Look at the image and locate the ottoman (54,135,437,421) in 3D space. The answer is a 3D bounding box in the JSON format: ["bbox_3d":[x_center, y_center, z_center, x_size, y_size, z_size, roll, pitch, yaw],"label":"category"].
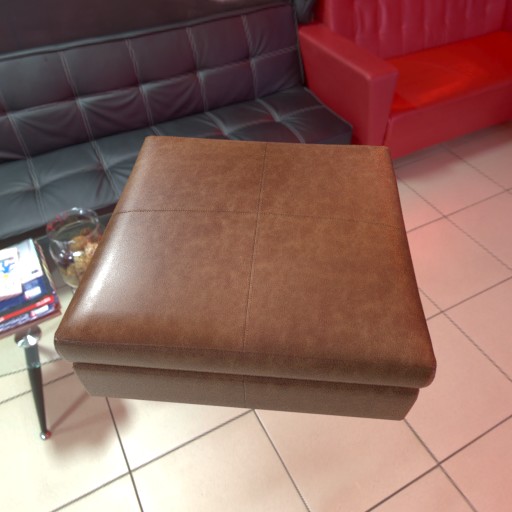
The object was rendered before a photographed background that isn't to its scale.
[{"bbox_3d":[0.000,0.000,1.834,1.169,0.483,1.168,3,47,3],"label":"ottoman"}]
